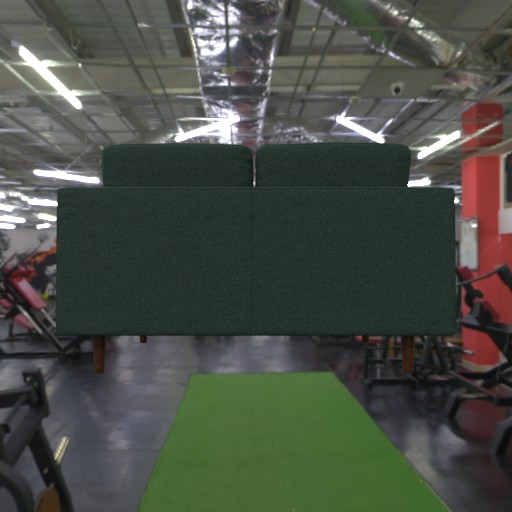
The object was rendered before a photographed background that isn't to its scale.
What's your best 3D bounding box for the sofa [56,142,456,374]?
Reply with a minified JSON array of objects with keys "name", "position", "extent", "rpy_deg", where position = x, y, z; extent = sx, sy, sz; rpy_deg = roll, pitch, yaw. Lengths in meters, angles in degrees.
[{"name":"sofa","position":[0.000,0.000,2.019],"extent":[1.430,0.899,0.879],"rpy_deg":[0,-1,0]}]
